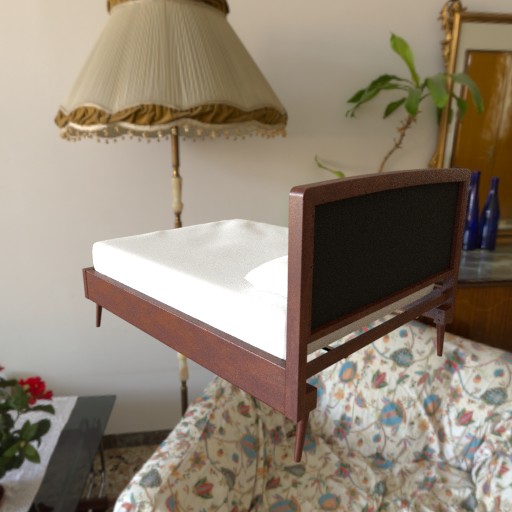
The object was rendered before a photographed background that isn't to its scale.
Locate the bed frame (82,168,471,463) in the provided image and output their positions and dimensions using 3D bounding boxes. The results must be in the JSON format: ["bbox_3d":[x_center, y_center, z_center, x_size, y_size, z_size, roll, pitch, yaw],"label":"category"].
[{"bbox_3d":[0.000,0.000,3.107,1.587,1.279,2.171,-14,20,-42],"label":"bed frame"}]
